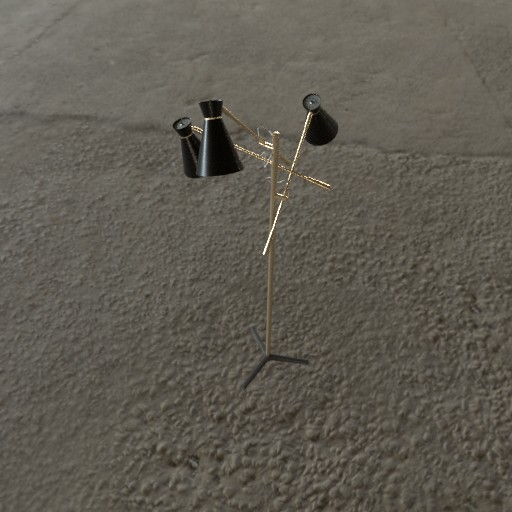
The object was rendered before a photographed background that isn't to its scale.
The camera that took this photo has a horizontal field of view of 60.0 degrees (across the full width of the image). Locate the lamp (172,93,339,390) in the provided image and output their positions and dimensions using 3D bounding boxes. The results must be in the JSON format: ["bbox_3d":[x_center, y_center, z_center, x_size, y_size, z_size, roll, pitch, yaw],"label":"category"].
[{"bbox_3d":[0.000,0.000,2.119,0.653,1.804,0.750,5,46,5],"label":"lamp"}]
